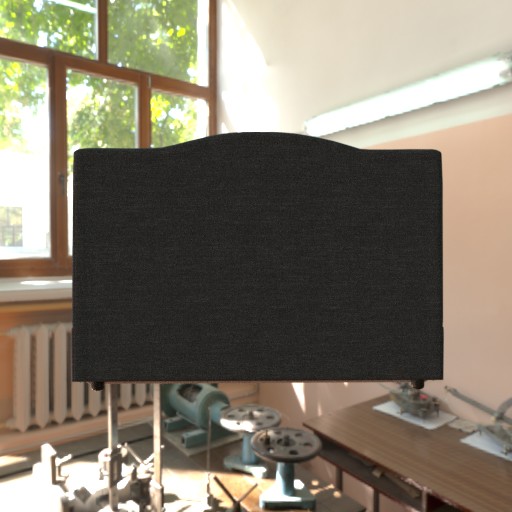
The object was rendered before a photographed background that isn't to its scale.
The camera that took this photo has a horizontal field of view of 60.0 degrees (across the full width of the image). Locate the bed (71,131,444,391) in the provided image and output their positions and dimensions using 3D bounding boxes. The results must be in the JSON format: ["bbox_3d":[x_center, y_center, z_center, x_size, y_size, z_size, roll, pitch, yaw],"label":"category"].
[{"bbox_3d":[0.000,0.000,3.799,2.161,1.457,2.689,0,1,-1],"label":"bed"}]
